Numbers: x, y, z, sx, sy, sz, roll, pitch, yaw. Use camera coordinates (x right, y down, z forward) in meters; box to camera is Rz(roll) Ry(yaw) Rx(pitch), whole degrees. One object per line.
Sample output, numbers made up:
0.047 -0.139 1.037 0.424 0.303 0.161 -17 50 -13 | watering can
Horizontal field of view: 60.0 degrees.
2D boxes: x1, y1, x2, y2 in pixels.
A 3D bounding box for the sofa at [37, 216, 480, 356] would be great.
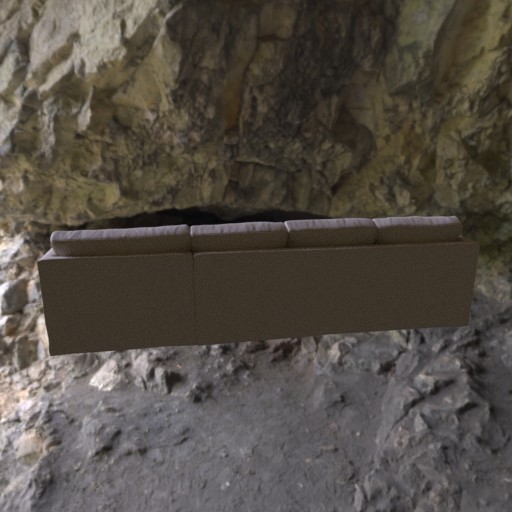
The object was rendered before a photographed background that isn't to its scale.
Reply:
0.000 0.000 3.939 3.206 0.871 1.622 -2 16 -9 | sofa
